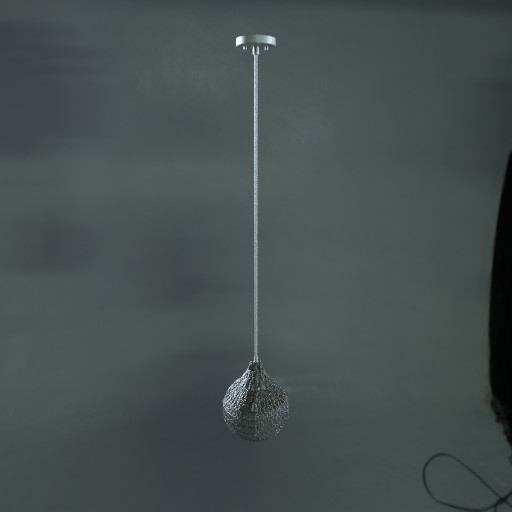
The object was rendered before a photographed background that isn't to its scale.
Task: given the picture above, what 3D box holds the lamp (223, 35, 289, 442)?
[{"bbox_3d":[0.000,0.000,2.145,0.355,1.919,0.355,-3,16,-10],"label":"lamp"}]
